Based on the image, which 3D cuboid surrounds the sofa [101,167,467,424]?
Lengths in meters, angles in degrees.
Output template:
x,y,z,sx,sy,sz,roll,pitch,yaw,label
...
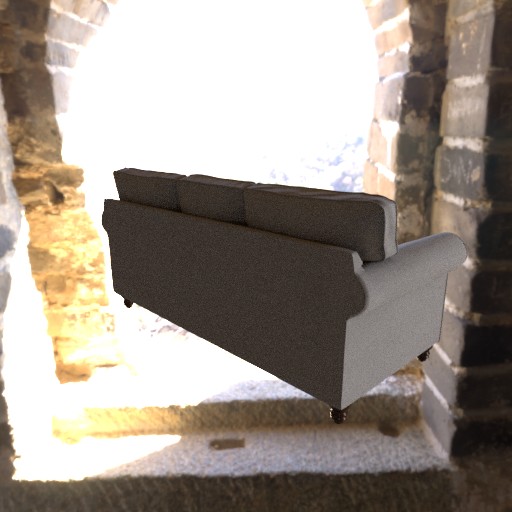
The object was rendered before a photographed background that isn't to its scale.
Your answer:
x,y,z,sx,sy,sz,roll,pitch,yaw,label
0.000,0.000,2.605,0.916,0.961,2.084,-15,21,-42,sofa
